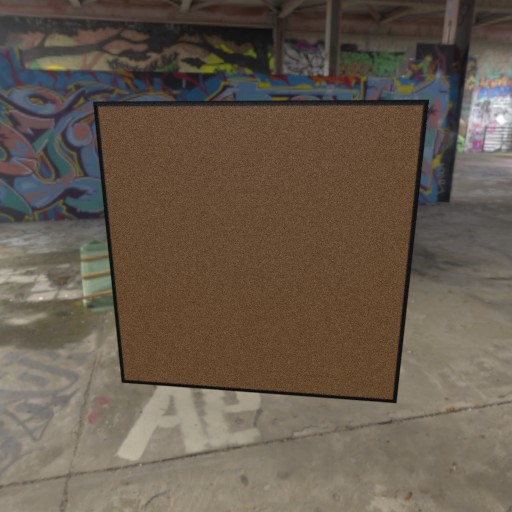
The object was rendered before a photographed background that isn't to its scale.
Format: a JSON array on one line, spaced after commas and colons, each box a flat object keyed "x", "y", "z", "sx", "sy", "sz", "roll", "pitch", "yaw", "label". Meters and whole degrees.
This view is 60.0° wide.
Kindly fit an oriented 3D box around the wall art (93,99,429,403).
[{"x": 0.000, "y": 0.000, "z": 0.459, "sx": 0.304, "sy": 0.303, "sz": 0.037, "roll": 2, "pitch": 17, "yaw": 7, "label": "wall art"}]
